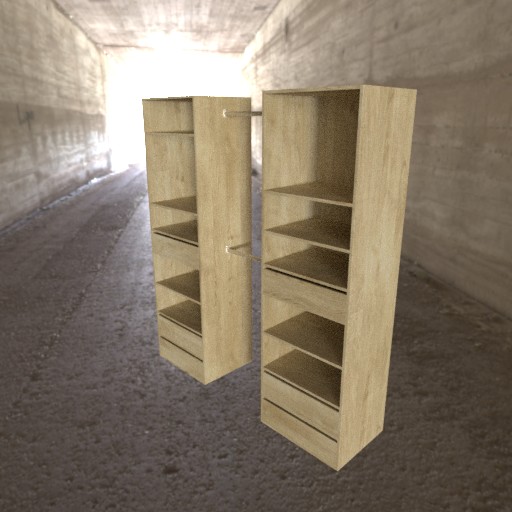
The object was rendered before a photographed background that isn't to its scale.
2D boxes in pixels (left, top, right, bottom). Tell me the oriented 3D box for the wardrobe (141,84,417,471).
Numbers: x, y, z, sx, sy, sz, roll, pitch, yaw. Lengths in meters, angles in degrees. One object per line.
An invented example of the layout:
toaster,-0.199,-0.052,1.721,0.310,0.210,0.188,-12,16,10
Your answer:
wardrobe,0.000,0.000,2.918,0.480,2.000,1.770,-16,24,-42
